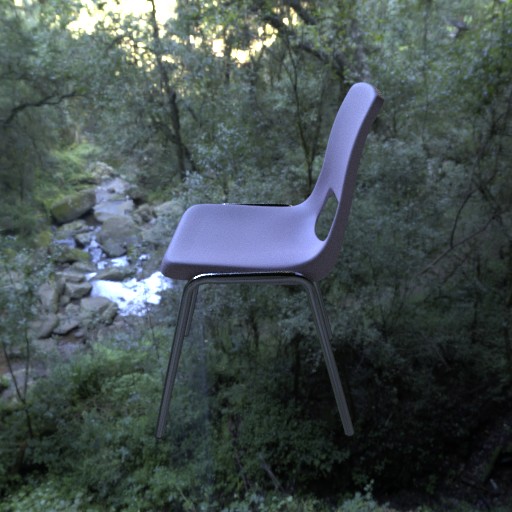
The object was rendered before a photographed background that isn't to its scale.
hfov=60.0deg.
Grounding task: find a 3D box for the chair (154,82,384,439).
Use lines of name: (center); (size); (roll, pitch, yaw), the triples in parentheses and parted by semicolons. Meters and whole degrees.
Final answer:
chair: (0.000, 0.000, 0.967); (0.436, 0.704, 0.381); (0, 27, 1)
